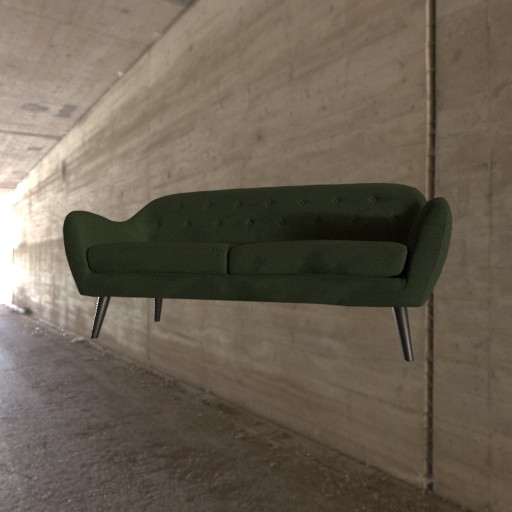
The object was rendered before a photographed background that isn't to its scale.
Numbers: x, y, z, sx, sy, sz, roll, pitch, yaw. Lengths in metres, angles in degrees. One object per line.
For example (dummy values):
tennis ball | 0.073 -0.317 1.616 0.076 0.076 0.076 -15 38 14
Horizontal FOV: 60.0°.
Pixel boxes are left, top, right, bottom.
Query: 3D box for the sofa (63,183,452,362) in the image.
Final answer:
sofa | 0.000 0.000 2.327 1.840 0.836 0.820 0 0 18
